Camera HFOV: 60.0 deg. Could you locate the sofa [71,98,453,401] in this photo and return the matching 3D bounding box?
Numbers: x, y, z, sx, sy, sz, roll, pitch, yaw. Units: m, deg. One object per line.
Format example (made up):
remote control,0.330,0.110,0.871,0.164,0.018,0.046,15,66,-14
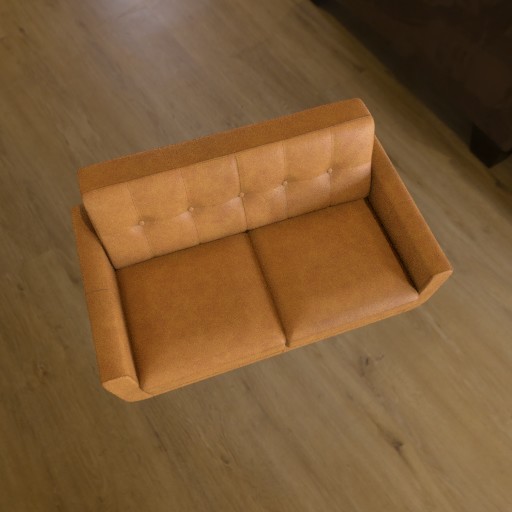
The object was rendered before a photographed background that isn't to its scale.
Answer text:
sofa,0.000,0.000,2.269,1.651,0.925,0.952,-17,65,-8
